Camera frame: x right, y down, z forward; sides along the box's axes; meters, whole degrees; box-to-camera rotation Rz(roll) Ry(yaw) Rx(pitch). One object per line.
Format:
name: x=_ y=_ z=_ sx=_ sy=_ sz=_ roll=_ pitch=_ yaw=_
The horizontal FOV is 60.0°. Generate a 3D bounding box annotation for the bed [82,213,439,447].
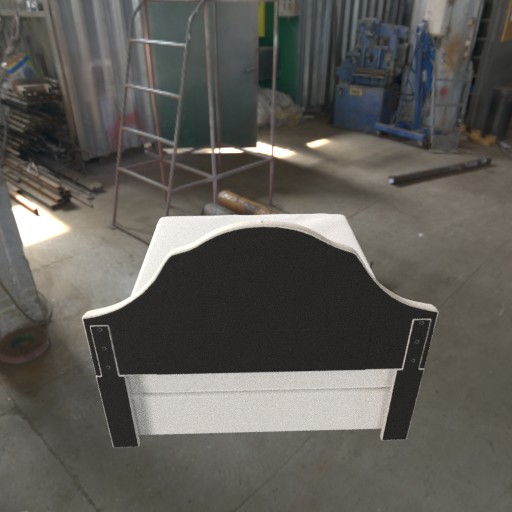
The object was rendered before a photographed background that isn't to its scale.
bed: x=0.000 y=0.000 z=3.505 sx=2.008 sy=1.615 sz=2.214 roll=-1 pitch=30 yaw=-2
